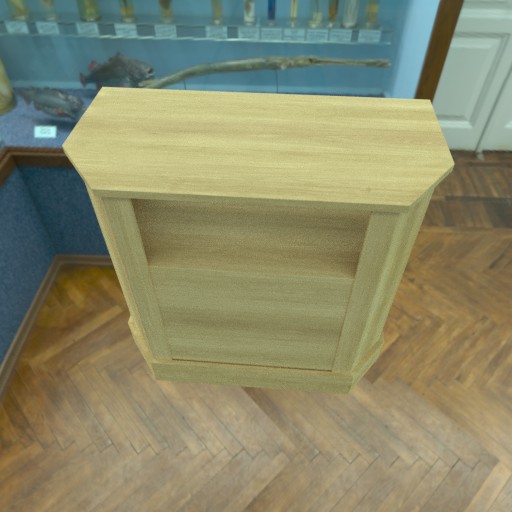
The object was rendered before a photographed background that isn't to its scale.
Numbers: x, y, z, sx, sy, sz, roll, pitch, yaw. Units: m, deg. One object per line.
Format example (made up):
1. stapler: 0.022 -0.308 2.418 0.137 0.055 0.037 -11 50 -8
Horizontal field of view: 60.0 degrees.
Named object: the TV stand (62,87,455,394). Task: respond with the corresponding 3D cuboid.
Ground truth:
1. TV stand: 0.000 0.000 1.287 0.851 0.781 0.425 3 47 3
